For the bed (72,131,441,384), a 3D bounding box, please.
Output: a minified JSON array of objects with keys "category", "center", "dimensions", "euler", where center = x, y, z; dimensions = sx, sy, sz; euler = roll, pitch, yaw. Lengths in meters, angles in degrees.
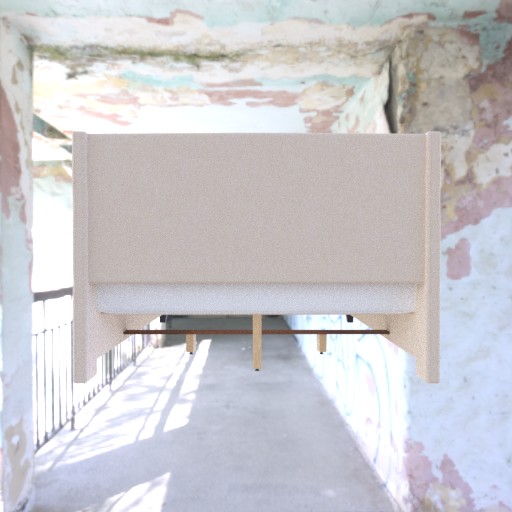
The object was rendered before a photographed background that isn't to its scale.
[{"category":"bed","center":[0.000,0.000,3.711],"dimensions":[2.145,1.471,2.293],"euler":[0,1,0]}]
